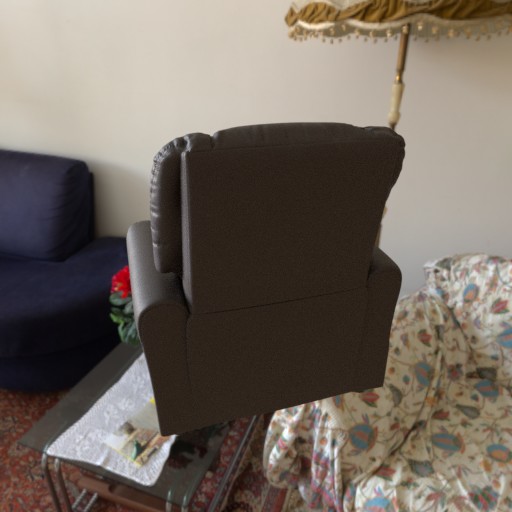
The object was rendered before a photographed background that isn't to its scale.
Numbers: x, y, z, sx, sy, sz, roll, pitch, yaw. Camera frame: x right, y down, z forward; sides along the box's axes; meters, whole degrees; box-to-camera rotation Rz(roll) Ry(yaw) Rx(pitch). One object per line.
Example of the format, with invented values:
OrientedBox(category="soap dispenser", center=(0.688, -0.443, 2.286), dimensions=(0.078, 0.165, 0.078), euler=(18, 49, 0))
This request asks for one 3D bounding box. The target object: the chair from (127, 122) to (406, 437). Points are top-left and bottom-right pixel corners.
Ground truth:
OrientedBox(category="chair", center=(0.000, 0.000, 1.101), dimensions=(0.610, 0.709, 0.521), euler=(-8, 27, -15))
